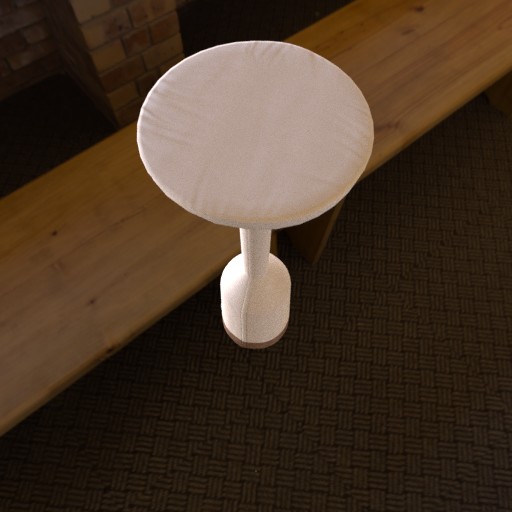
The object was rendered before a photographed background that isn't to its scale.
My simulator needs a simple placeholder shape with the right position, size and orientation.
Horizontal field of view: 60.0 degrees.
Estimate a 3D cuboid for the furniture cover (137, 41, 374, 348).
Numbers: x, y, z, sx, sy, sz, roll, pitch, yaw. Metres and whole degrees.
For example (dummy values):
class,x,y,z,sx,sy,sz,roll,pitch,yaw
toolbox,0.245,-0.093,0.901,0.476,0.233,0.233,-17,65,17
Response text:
class,x,y,z,sx,sy,sz,roll,pitch,yaw
furniture cover,0.000,0.000,2.797,0.914,2.413,0.914,17,65,8
